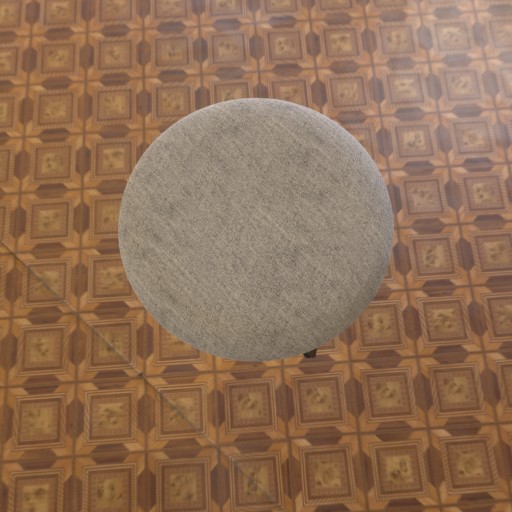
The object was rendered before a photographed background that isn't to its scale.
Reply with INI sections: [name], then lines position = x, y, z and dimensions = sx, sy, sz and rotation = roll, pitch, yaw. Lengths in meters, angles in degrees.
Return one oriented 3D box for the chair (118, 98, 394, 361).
[chair]
position = 0.000, 0.000, 0.653
dimensions = 0.350, 0.386, 0.350
rotation = -35, 78, -8
